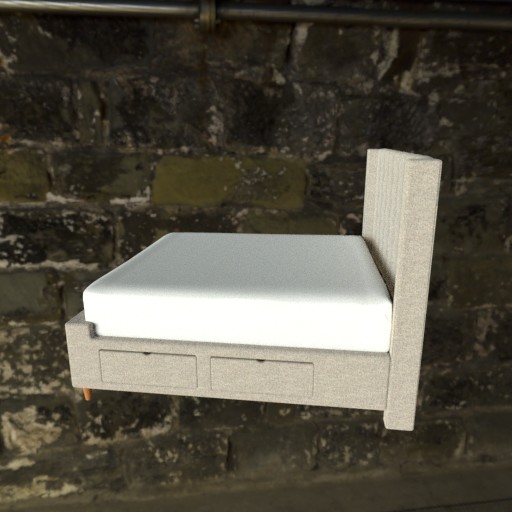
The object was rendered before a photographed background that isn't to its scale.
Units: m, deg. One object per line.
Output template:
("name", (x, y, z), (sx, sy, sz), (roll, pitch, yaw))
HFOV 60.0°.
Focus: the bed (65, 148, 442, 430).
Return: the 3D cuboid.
("bed", (0.000, 0.000, 3.780), (2.372, 1.748, 2.044), (2, 15, 7))
